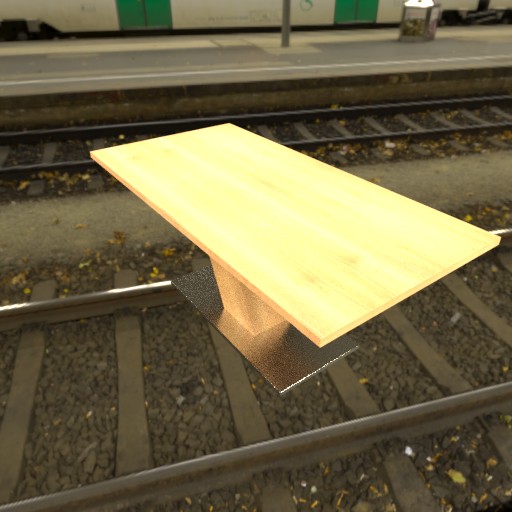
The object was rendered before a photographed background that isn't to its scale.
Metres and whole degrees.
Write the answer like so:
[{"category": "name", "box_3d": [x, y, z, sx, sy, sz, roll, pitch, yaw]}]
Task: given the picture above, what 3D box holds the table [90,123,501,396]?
[{"category": "table", "box_3d": [0.000, 0.000, 2.208, 0.900, 0.750, 1.800, -22, 39, -30]}]
